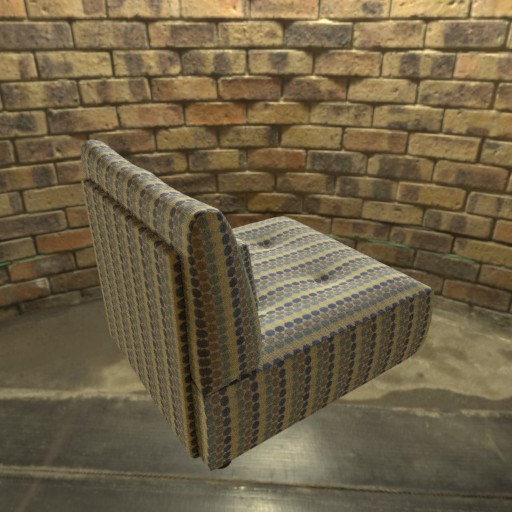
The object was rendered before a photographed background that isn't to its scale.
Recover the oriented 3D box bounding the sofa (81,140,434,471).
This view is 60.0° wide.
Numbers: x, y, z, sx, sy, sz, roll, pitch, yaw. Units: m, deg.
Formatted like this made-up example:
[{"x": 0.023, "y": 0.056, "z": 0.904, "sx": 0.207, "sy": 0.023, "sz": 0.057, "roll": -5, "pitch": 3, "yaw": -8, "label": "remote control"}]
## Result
[{"x": 0.000, "y": 0.000, "z": 1.687, "sx": 1.000, "sy": 0.830, "sz": 0.930, "roll": -17, "pitch": 32, "yaw": -30, "label": "sofa"}]
